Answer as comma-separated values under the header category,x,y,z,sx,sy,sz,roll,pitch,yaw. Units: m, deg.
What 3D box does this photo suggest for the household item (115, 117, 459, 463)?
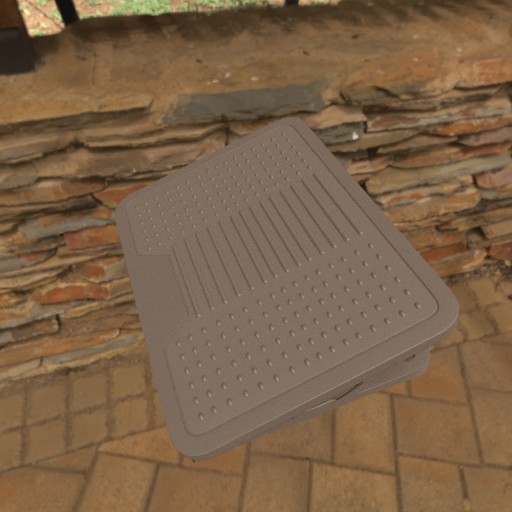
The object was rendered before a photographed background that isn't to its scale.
category,x,y,z,sx,sy,sz,roll,pitch,yaw
household item,0.000,0.000,0.536,0.301,0.126,0.390,-16,49,-14
